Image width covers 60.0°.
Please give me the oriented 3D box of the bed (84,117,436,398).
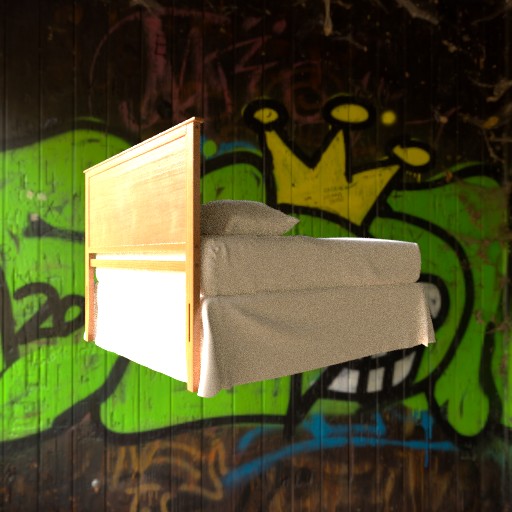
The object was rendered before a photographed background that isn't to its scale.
[{"bbox_3d":[0.000,0.000,3.284,2.035,1.273,1.870,0,0,-38],"label":"bed"}]
